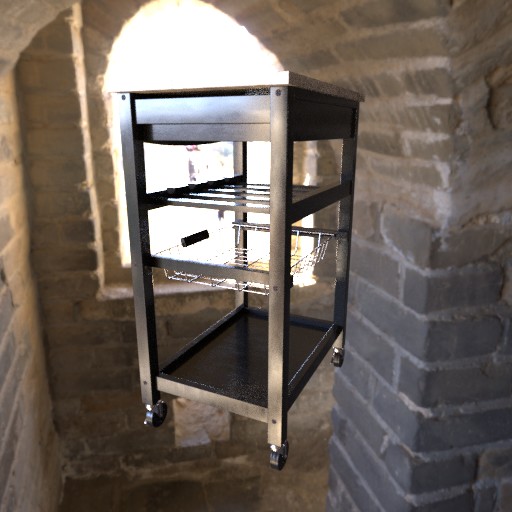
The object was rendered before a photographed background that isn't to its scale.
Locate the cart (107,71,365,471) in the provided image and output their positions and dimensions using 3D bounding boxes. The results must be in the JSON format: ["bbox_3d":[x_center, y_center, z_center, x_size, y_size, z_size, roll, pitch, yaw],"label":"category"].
[{"bbox_3d":[0.000,0.000,1.187,0.403,0.839,0.584,8,18,25],"label":"cart"}]
